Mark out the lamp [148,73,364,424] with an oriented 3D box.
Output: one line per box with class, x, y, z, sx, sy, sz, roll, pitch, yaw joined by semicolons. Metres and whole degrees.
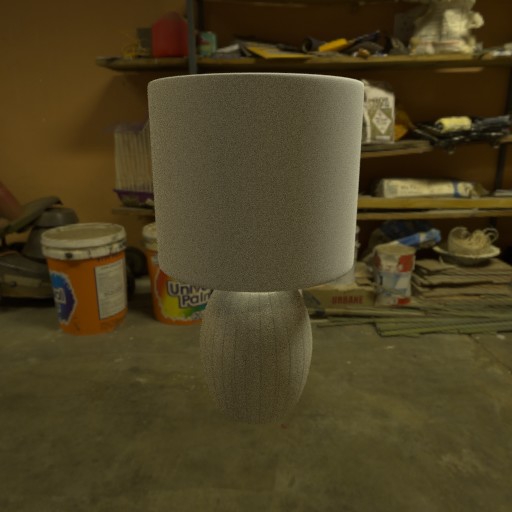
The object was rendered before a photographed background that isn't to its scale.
lamp;0.000;0.000;0.763;0.329;0.570;0.329;-15;21;-42
